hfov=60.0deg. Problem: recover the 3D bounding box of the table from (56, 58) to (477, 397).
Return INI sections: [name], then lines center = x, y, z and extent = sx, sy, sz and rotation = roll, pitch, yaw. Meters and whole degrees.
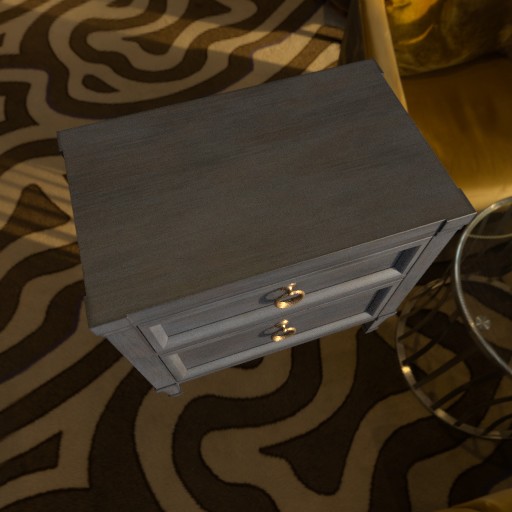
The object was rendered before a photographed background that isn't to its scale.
[table]
center = 0.000, 0.000, 1.086
extent = 0.660, 0.660, 0.413
rotation = -16, 63, -8
